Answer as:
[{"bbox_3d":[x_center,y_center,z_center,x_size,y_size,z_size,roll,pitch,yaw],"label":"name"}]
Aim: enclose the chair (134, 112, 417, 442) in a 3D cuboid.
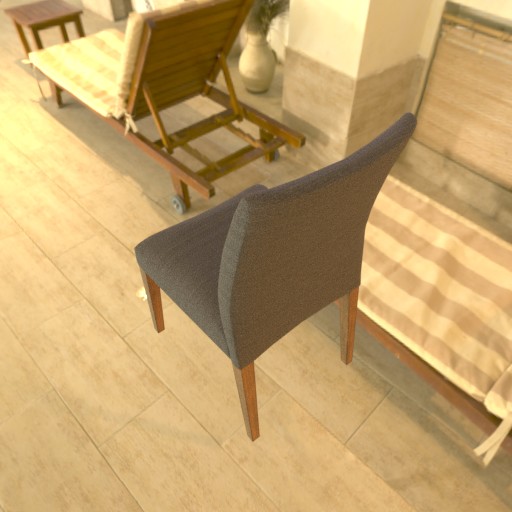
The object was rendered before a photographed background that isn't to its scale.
[{"bbox_3d":[0.000,0.000,1.253,0.496,0.940,0.585,-30,54,-25],"label":"chair"}]
